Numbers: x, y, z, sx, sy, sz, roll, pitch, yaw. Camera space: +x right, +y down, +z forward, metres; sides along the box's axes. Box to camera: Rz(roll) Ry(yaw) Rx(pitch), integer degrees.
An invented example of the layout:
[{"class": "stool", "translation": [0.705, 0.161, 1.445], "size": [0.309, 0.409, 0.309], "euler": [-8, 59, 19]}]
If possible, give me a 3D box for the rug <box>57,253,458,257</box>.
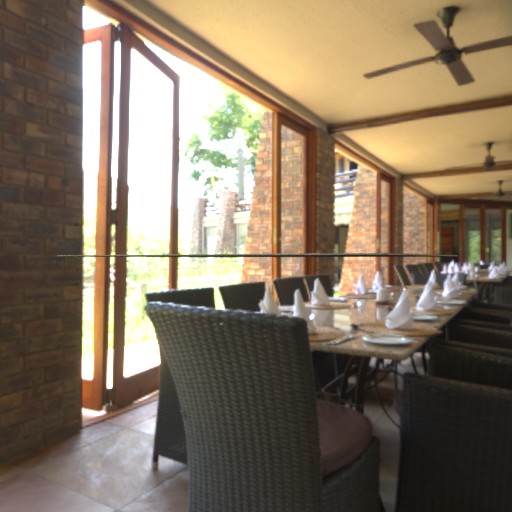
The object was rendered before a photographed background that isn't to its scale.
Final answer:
[{"class": "rug", "translation": [0.000, 0.000, 2.430], "size": [1.829, 0.008, 1.219], "euler": [0, 0, 35]}]
